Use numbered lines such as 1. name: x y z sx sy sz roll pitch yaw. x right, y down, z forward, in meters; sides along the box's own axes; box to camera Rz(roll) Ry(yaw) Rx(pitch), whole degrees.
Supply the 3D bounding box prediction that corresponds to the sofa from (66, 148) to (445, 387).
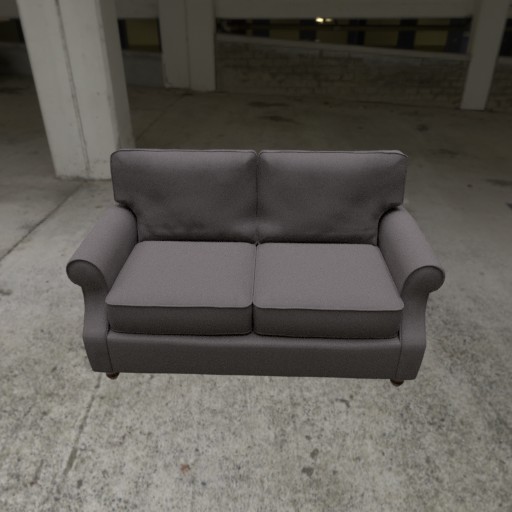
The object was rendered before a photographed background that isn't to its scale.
1. sofa: 0.000 0.000 2.260 1.665 0.937 0.964 1 29 2
